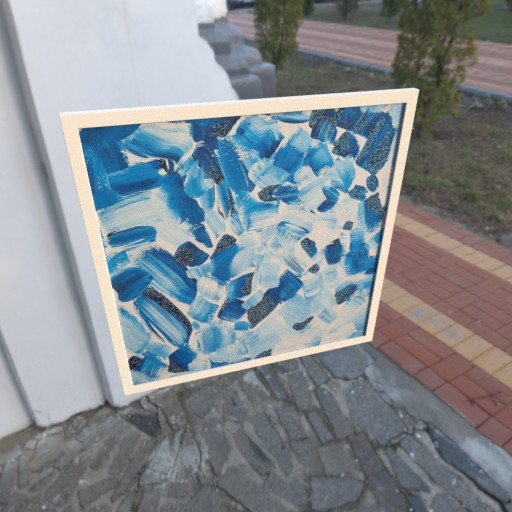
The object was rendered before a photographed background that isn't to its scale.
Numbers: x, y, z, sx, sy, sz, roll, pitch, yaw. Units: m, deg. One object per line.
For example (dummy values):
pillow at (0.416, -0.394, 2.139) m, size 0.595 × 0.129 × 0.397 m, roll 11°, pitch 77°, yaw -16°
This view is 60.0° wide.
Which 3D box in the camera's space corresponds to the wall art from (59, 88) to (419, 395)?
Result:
wall art at (0.000, 0.000, 0.671) m, size 0.457 × 0.457 × 0.012 m, roll -9°, pitch 33°, yaw -14°
